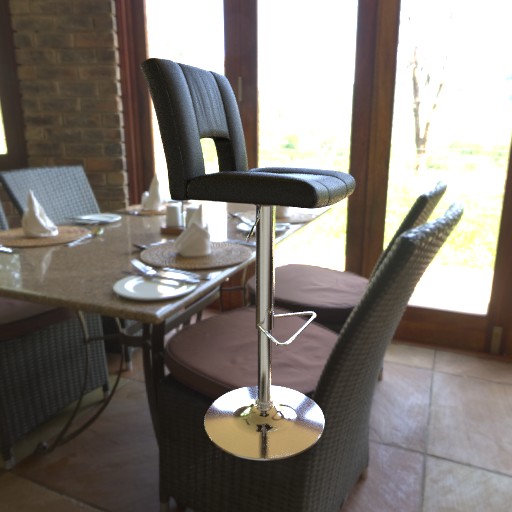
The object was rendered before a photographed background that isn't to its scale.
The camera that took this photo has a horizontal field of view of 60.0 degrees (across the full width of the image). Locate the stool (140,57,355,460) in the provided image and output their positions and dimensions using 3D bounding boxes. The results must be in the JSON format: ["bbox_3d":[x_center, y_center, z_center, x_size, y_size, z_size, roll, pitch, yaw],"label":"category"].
[{"bbox_3d":[0.000,0.000,1.399,0.520,1.151,0.415,7,16,26],"label":"stool"}]
